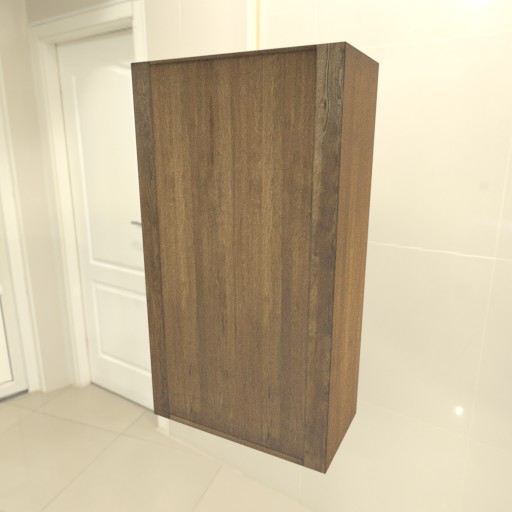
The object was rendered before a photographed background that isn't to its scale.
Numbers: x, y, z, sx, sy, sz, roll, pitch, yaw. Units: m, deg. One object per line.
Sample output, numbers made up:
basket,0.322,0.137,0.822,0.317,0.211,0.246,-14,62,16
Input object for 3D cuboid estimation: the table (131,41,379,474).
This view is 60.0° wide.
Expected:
table,0.000,0.000,2.479,1.100,2.000,0.600,8,17,26
